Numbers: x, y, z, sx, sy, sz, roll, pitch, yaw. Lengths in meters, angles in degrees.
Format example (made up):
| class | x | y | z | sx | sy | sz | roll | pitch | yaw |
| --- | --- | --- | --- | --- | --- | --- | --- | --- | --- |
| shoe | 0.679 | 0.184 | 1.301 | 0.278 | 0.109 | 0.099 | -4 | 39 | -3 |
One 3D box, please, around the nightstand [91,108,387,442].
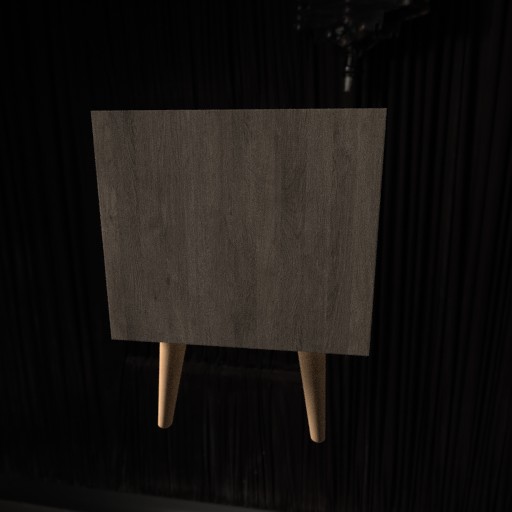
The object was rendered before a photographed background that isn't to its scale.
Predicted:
| class | x | y | z | sx | sy | sz | roll | pitch | yaw |
| --- | --- | --- | --- | --- | --- | --- | --- | --- | --- |
| nightstand | 0.000 | 0.000 | 0.842 | 0.380 | 0.500 | 0.480 | 2 | 15 | 8 |
